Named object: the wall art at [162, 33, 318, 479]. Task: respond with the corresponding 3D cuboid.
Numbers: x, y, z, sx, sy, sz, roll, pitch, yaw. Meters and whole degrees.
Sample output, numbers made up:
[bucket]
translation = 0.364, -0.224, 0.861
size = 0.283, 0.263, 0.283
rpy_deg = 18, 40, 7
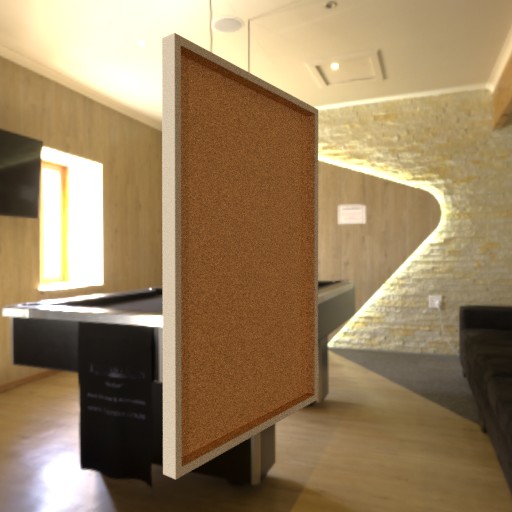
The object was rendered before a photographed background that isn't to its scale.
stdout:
[wall art]
translation = 0.000, 0.000, 1.164
size = 0.038, 0.914, 0.610
rpy_deg = 1, 1, 36
